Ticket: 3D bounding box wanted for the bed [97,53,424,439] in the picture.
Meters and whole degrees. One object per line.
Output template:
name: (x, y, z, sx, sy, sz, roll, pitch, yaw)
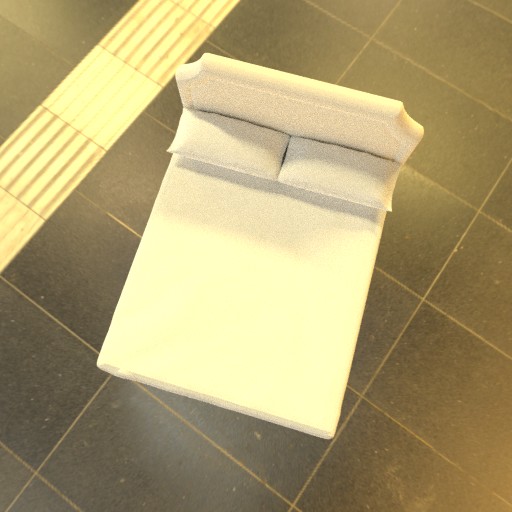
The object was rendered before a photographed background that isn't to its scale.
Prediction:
bed: (0.000, 0.000, 3.774, 2.134, 1.524, 2.548, 16, 76, 4)
